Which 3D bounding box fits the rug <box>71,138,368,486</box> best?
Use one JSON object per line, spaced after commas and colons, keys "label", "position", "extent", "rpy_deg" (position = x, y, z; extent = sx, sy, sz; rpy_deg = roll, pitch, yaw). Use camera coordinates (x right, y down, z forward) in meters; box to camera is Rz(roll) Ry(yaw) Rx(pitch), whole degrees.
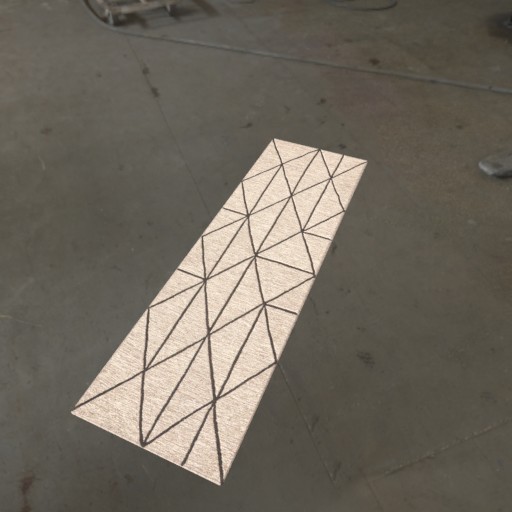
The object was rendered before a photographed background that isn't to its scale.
{"label": "rug", "position": [0.000, 0.000, 2.657], "extent": [0.762, 0.012, 2.438], "rpy_deg": [18, 50, 16]}
